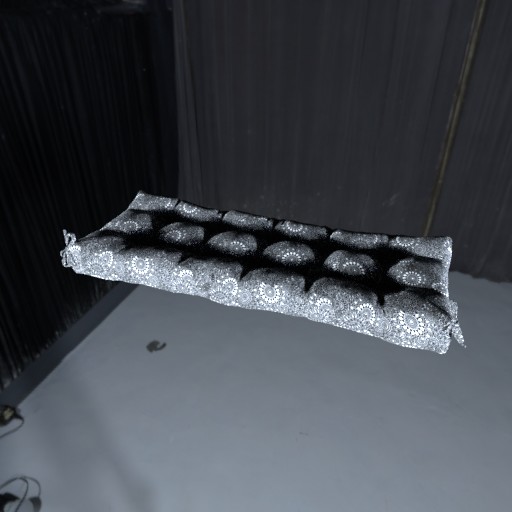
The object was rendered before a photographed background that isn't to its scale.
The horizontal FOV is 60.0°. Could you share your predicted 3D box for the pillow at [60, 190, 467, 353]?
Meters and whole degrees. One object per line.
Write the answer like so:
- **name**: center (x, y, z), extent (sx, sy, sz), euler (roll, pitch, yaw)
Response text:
- **pillow**: center (0.000, 0.000, 1.362), extent (1.194, 0.174, 0.511), euler (10, 33, 16)
